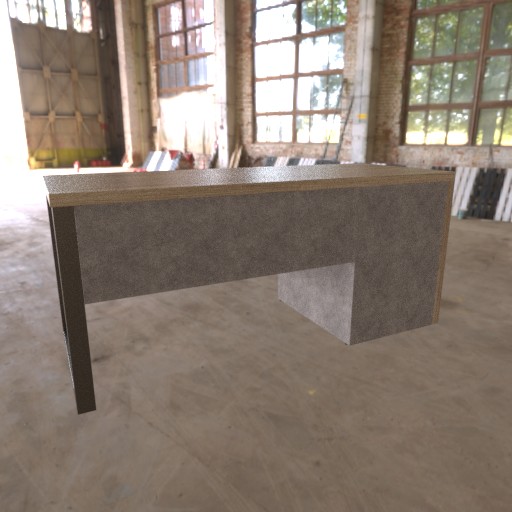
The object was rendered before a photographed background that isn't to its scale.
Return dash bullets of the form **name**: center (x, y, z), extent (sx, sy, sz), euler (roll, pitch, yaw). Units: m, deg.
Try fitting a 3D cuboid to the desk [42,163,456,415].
- **desk**: center (0.000, 0.000, 2.061), extent (1.700, 0.760, 0.690), euler (-8, 17, -25)
